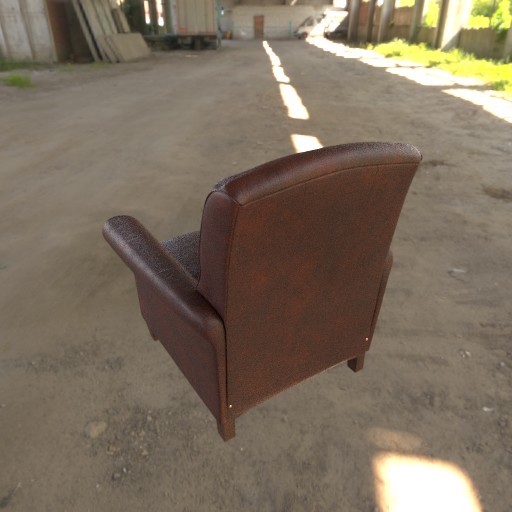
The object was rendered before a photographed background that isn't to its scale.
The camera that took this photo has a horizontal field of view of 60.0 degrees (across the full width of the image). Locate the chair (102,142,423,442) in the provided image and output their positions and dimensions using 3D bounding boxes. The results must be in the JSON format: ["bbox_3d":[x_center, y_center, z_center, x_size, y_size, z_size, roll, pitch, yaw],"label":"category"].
[{"bbox_3d":[0.000,0.000,1.806,0.978,1.061,0.902,-17,33,-29],"label":"chair"}]
